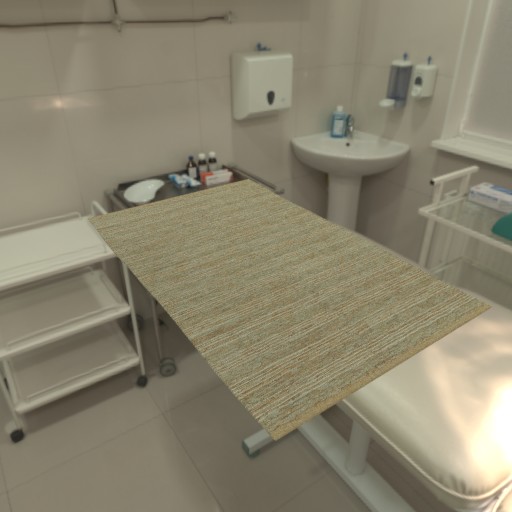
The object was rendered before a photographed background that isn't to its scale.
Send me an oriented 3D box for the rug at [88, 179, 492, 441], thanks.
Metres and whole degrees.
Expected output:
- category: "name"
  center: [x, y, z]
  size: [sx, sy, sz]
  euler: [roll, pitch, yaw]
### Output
- category: "rug"
  center: [0.000, 0.000, 2.984]
  size: [1.540, 0.012, 2.448]
  euler: [-19, 36, -29]
